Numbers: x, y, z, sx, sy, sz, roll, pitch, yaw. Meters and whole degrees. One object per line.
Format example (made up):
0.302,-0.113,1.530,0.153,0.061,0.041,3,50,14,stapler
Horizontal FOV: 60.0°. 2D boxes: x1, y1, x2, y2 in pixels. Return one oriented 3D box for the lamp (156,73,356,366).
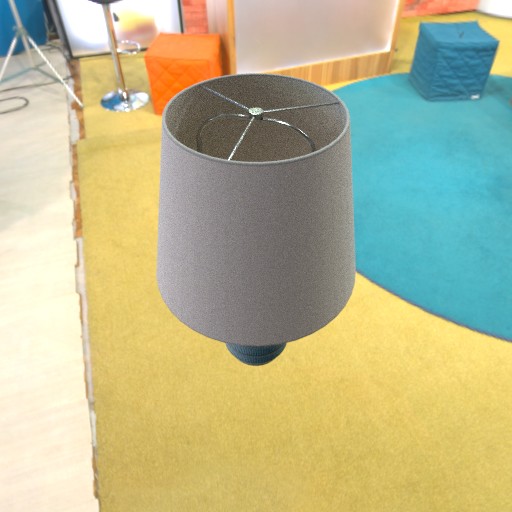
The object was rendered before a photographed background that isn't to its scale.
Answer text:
0.000,0.000,0.564,0.254,0.392,0.254,0,45,0,lamp
